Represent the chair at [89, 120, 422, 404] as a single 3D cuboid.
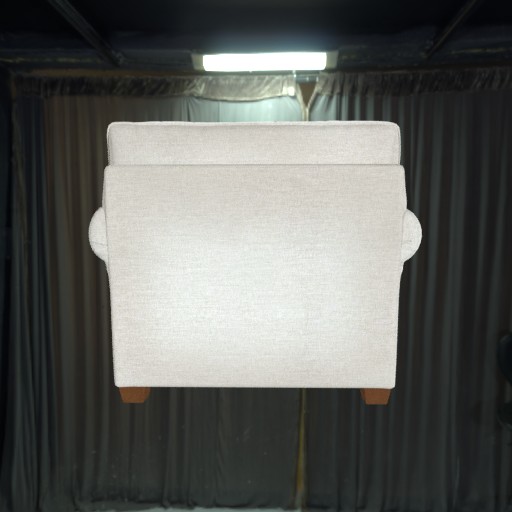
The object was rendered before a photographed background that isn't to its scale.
[{"bbox_3d":[0.000,0.000,1.830,1.092,0.961,0.965,0,2,1],"label":"chair"}]
